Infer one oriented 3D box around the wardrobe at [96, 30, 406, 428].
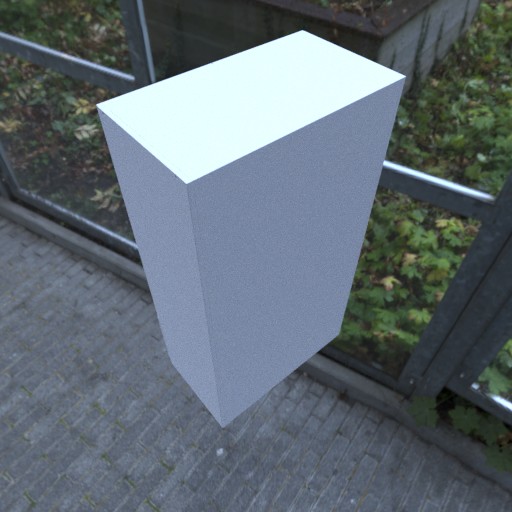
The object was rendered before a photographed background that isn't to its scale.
[{"bbox_3d":[0.000,0.000,2.274,0.991,1.808,0.577,-32,56,-25],"label":"wardrobe"}]
